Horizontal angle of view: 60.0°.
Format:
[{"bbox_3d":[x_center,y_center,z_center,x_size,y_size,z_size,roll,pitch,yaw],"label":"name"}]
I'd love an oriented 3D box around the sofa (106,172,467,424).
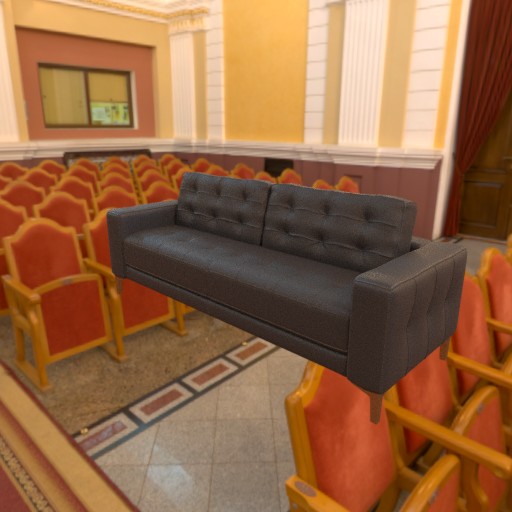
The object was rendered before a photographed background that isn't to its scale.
[{"bbox_3d":[0.000,0.000,2.783,2.275,0.893,0.833,16,23,42],"label":"sofa"}]
